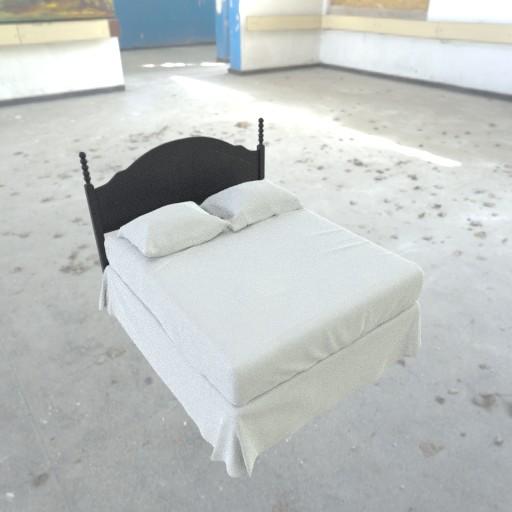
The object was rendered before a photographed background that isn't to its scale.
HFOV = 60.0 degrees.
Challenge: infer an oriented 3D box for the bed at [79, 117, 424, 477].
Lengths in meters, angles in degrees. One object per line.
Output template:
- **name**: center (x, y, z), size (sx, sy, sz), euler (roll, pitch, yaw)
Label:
- **bed**: center (0.000, 0.000, 3.228), size (1.873, 1.356, 2.040), euler (-21, 37, -31)
